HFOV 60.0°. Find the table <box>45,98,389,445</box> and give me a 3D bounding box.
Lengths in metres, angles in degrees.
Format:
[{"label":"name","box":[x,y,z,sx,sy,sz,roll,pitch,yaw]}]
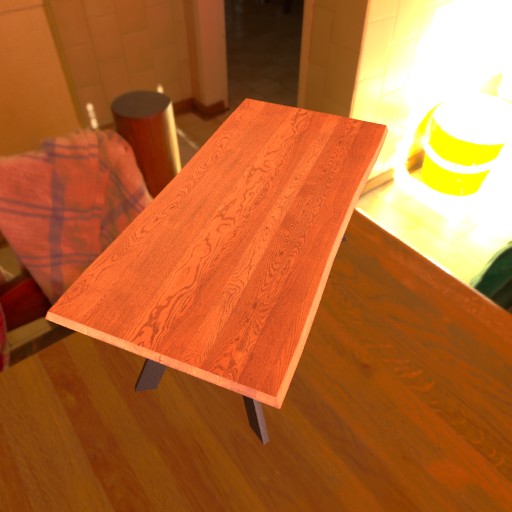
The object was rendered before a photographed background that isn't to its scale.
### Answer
[{"label":"table","box":[0.000,0.000,2.300,0.900,0.770,1.800,16,47,16]}]
